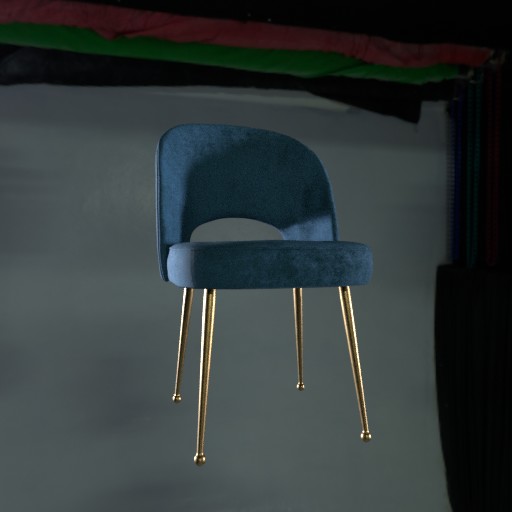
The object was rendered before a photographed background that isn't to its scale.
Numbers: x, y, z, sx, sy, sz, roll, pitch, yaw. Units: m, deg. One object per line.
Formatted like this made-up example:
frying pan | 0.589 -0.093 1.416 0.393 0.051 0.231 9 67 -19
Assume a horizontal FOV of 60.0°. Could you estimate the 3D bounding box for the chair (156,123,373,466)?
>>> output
chair | 0.000 0.000 1.209 0.527 0.860 0.577 0 1 -17
